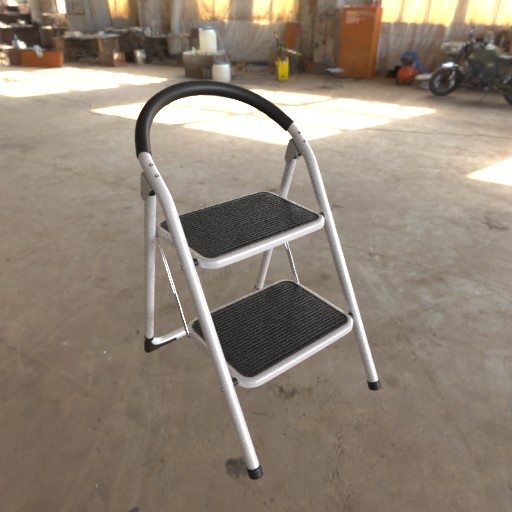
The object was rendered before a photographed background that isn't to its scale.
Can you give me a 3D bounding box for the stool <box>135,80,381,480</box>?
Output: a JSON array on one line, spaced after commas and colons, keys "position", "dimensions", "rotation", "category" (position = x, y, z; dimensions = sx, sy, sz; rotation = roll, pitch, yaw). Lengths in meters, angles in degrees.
[{"position": [0.000, 0.000, 1.099], "dimensions": [0.453, 0.760, 0.559], "rotation": [-21, 36, -33], "category": "stool"}]
